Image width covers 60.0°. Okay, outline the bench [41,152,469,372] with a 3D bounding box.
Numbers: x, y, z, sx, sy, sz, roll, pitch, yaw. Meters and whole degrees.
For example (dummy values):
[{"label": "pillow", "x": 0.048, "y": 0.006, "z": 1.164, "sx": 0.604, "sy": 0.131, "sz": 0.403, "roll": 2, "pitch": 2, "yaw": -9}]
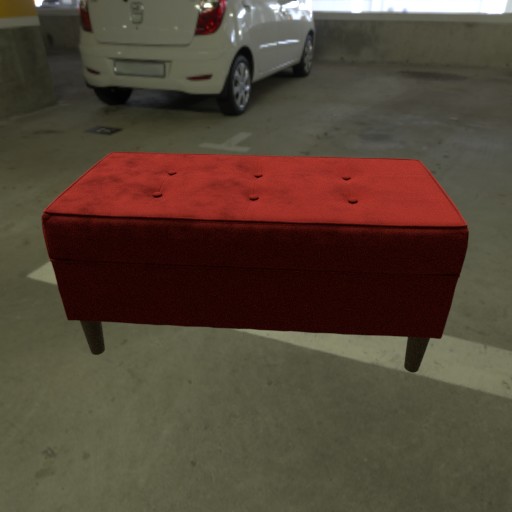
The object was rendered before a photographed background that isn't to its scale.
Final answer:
[{"label": "bench", "x": 0.000, "y": 0.000, "z": 1.327, "sx": 1.016, "sy": 0.471, "sz": 0.492, "roll": 2, "pitch": 31, "yaw": 4}]
